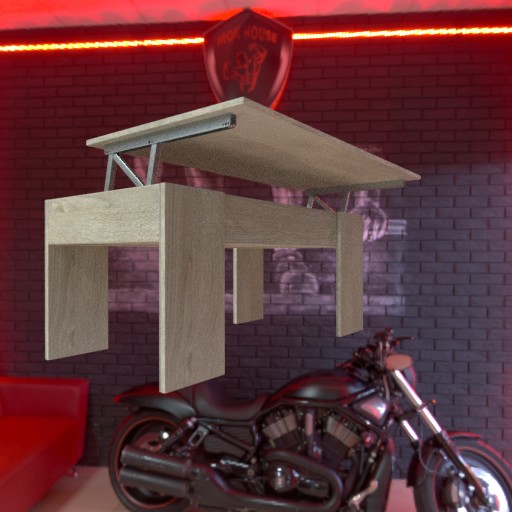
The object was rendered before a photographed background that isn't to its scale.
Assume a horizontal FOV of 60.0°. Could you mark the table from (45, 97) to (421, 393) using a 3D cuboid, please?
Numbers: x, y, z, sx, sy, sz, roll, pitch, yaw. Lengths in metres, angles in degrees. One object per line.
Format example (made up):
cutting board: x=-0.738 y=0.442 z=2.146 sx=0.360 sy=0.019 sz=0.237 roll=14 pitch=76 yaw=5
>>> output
table: x=0.000 y=0.000 z=1.398 sx=0.711 sy=0.570 sz=1.000 roll=0 pitch=0 yaw=37
